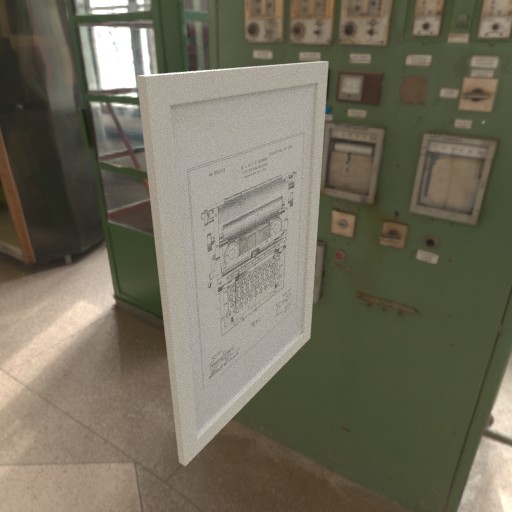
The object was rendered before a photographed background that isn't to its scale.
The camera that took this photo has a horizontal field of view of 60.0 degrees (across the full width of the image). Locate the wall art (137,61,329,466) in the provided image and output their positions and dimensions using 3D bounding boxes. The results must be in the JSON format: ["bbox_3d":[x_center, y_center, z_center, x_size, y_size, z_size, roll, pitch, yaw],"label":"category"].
[{"bbox_3d":[0.000,0.000,0.678,0.013,0.533,0.381,17,31,31],"label":"wall art"}]
